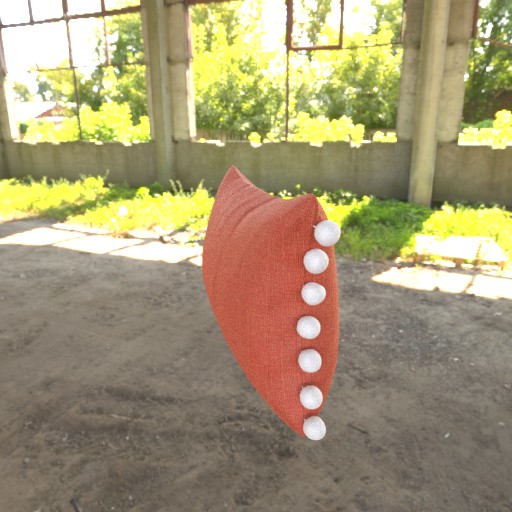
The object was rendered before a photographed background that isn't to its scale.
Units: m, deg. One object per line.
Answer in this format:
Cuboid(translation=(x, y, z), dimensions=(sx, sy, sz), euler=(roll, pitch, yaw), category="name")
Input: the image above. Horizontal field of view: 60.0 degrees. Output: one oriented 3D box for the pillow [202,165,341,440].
Cuboid(translation=(0.000, 0.000, 0.842), dimensions=(0.201, 0.322, 0.709), euler=(-3, 16, -11), category="pillow")
